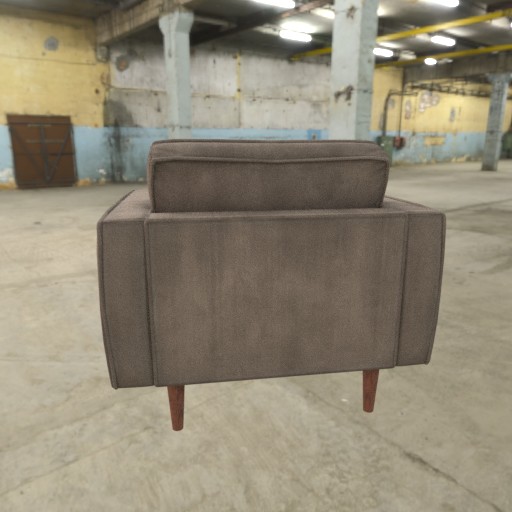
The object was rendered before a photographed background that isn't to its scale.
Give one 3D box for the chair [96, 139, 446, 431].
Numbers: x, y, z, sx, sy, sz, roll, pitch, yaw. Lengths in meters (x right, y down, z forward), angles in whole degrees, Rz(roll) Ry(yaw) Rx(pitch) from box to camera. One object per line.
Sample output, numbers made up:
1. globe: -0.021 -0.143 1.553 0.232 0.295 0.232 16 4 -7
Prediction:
1. chair: 0.000 0.000 1.526 0.928 0.773 0.843 -2 14 -9
